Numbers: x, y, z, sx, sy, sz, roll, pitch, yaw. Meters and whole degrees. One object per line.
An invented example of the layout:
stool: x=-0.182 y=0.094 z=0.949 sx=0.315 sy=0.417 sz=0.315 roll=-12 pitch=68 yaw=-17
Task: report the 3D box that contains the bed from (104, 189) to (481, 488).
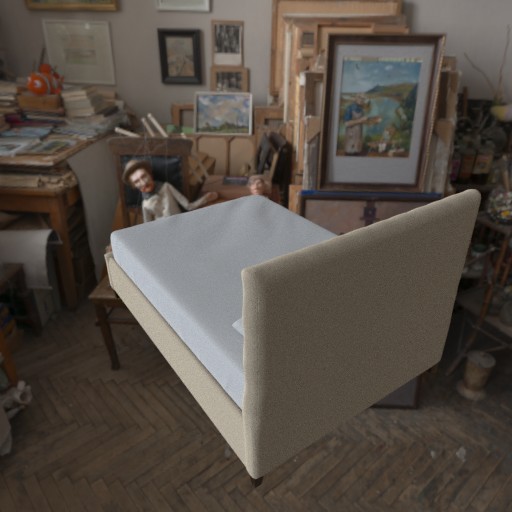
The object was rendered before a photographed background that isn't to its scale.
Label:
bed: x=0.000 y=0.000 z=3.408 sx=1.698 sy=1.427 sz=2.387 roll=-19 pitch=34 yaw=-30
